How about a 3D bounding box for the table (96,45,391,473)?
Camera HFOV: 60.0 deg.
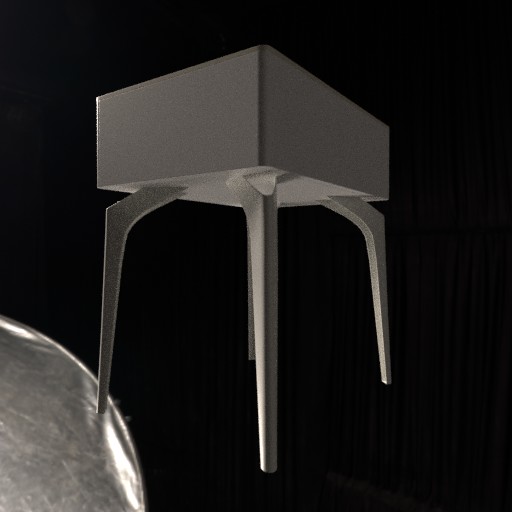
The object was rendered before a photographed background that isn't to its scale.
[{"bbox_3d":[0.000,0.000,0.902,0.400,0.570,0.500,1,1,35],"label":"table"}]
